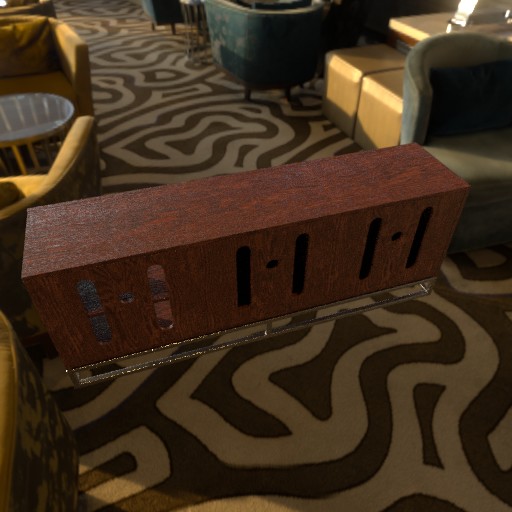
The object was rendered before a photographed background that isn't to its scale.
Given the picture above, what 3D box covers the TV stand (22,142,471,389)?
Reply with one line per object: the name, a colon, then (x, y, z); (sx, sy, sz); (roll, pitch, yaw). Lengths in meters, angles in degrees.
TV stand: (0.000, 0.000, 1.773); (1.541, 0.578, 0.382); (-12, 43, -14)
